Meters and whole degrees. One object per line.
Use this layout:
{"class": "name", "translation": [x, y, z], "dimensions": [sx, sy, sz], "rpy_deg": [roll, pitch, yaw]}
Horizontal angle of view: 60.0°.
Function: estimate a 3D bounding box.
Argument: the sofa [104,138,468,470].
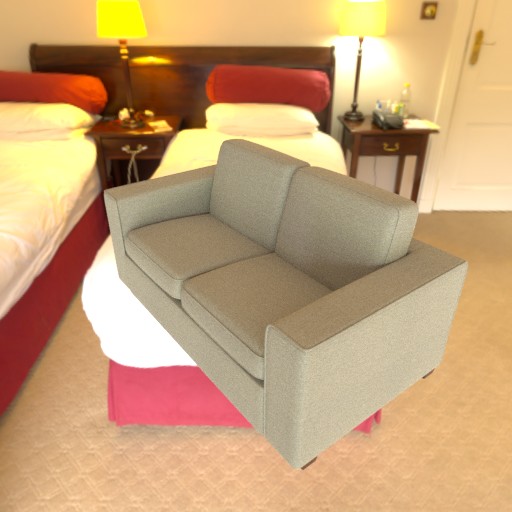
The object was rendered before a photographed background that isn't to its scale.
{"class": "sofa", "translation": [0.000, 0.000, 2.431], "dimensions": [1.007, 0.924, 1.812], "rpy_deg": [-21, 36, -32]}
